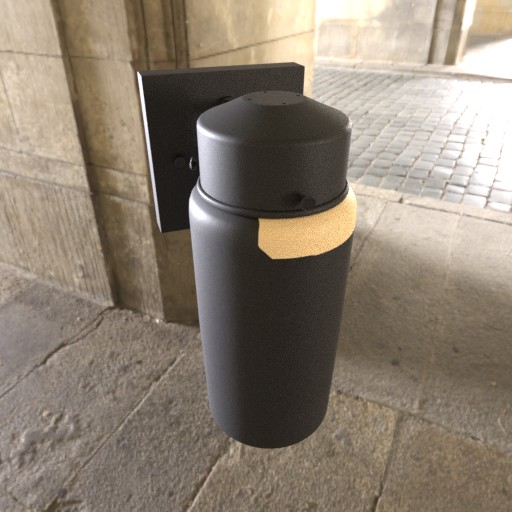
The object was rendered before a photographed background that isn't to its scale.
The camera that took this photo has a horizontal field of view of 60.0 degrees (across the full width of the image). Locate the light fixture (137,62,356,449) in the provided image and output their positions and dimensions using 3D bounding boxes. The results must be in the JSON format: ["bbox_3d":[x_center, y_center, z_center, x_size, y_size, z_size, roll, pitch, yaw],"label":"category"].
[{"bbox_3d":[0.000,0.000,0.353,0.130,0.257,0.176,-11,34,-16],"label":"light fixture"}]
